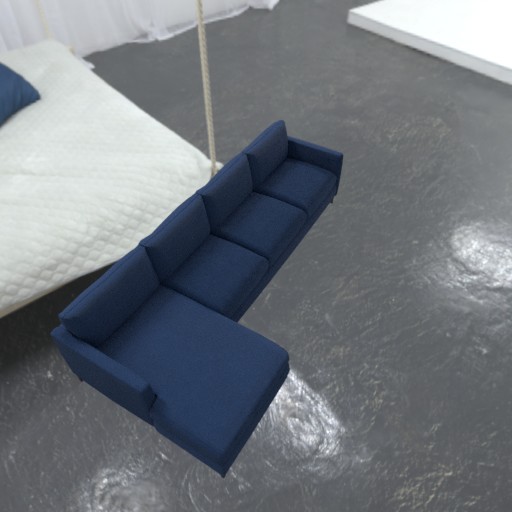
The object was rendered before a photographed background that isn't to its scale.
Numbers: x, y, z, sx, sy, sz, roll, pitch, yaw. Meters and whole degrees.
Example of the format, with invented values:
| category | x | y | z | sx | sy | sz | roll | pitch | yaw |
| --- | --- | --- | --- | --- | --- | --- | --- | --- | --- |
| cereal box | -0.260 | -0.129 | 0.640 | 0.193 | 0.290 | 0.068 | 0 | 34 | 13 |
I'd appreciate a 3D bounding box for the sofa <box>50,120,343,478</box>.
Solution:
| category | x | y | z | sx | sy | sz | roll | pitch | yaw |
| --- | --- | --- | --- | --- | --- | --- | --- | --- | --- |
| sofa | 0.000 | 0.000 | 2.978 | 1.128 | 0.679 | 2.450 | 24 | 50 | 21 |
